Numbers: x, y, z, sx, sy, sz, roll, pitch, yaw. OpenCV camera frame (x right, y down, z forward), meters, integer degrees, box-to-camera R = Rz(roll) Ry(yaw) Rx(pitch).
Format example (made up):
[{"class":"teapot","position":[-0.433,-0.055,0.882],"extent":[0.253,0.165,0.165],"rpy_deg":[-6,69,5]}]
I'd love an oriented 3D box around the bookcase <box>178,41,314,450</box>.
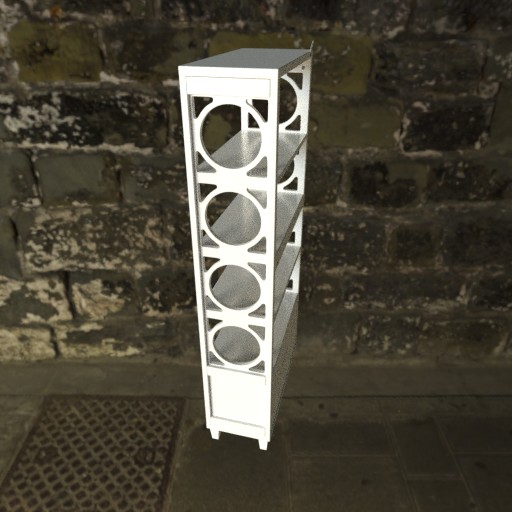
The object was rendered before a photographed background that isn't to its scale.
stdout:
[{"class":"bookcase","position":[0.000,0.000,2.169],"extent":[0.361,1.869,0.761],"rpy_deg":[7,30,13]}]
